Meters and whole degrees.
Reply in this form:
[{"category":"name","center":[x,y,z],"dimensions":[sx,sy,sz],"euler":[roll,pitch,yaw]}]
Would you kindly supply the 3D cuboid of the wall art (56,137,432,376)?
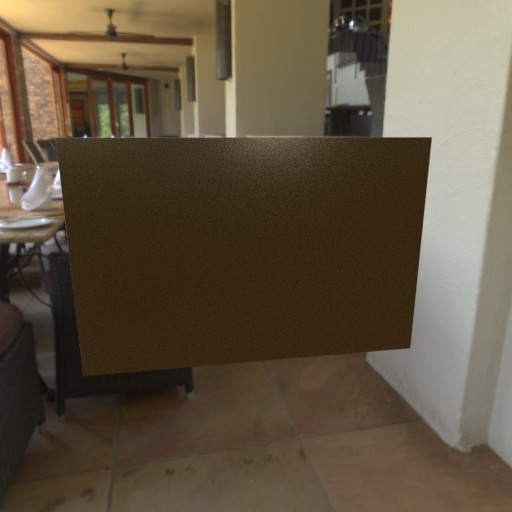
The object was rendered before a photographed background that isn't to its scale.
[{"category":"wall art","center":[0.000,0.000,1.180],"dimensions":[0.932,0.610,0.027],"euler":[-3,16,-9]}]
